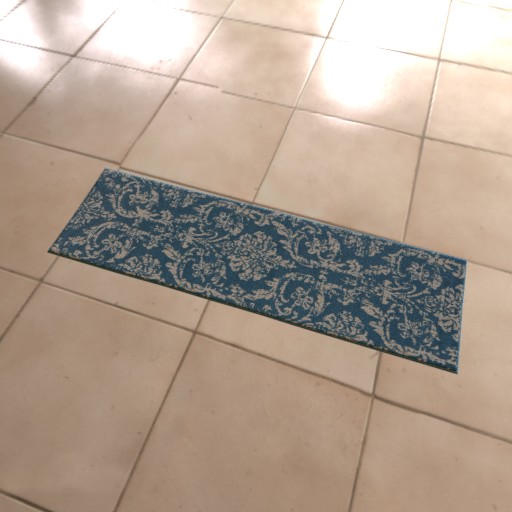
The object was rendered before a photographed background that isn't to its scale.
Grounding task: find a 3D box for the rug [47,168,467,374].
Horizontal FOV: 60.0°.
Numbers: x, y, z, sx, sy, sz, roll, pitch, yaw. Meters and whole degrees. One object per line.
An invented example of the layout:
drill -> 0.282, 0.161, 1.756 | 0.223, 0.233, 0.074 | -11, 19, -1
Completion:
rug -> 0.000, 0.000, 2.416 | 2.196, 0.011, 0.662 | 15, 59, 10
